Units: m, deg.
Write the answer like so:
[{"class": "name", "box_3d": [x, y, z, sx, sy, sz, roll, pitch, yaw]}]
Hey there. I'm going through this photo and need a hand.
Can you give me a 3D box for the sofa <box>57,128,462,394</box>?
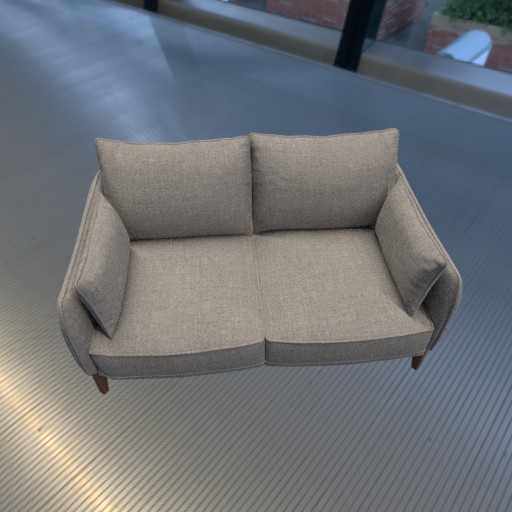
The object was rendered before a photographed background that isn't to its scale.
[{"class": "sofa", "box_3d": [0.000, 0.000, 2.044, 1.580, 0.851, 0.972, -3, 45, -3]}]
